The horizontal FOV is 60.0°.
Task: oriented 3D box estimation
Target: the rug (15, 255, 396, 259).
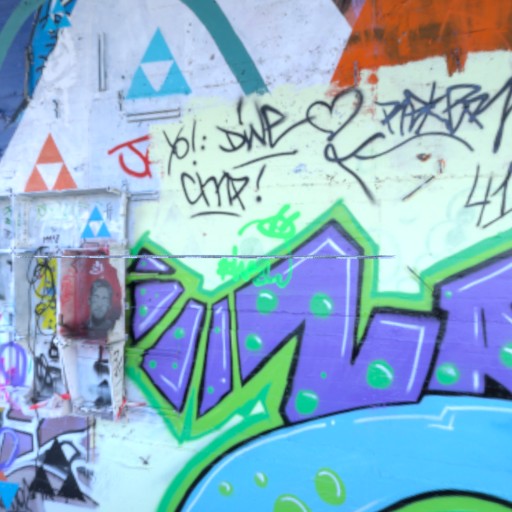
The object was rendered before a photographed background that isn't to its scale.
[{"bbox_3d":[0.000,0.000,4.028,2.432,0.013,3.021,0,0,18],"label":"rug"}]
